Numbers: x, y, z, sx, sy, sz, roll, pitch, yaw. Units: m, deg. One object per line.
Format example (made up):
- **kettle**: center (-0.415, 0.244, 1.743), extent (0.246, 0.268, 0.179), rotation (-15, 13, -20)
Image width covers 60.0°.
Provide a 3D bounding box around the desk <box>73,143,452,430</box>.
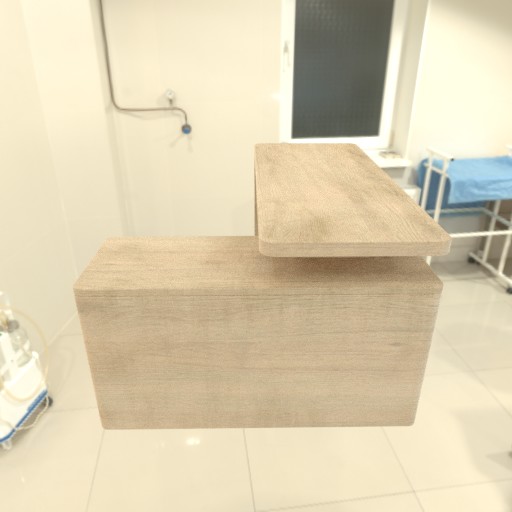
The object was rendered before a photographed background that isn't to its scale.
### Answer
- **desk**: center (0.000, 0.000, 2.108), extent (1.175, 0.770, 1.400), rotation (0, 26, -1)
